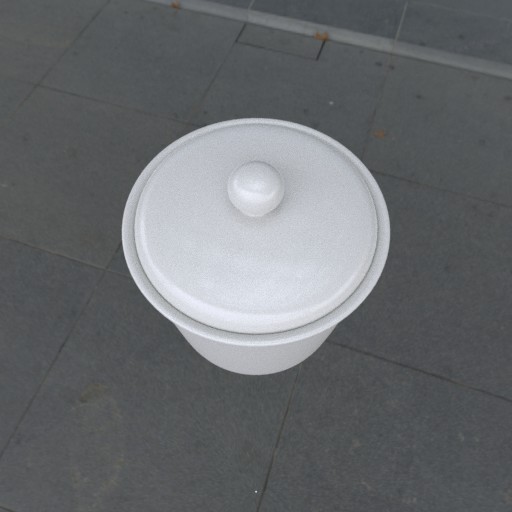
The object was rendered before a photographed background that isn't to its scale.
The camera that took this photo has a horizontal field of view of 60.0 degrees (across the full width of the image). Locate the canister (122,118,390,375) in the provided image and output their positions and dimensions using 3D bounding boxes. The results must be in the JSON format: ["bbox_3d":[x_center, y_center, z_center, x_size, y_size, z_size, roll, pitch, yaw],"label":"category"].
[{"bbox_3d":[0.000,0.000,0.354,0.182,0.208,0.182,0,62,0],"label":"canister"}]
